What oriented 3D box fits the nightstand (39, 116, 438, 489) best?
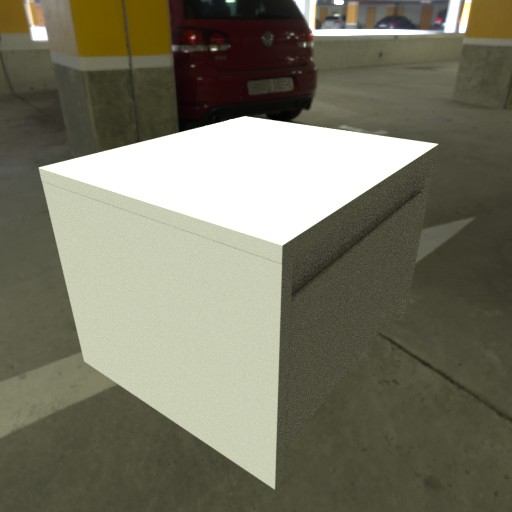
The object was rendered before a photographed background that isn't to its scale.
[{"bbox_3d":[0.000,0.000,0.761,0.408,0.351,0.470,19,33,32],"label":"nightstand"}]
